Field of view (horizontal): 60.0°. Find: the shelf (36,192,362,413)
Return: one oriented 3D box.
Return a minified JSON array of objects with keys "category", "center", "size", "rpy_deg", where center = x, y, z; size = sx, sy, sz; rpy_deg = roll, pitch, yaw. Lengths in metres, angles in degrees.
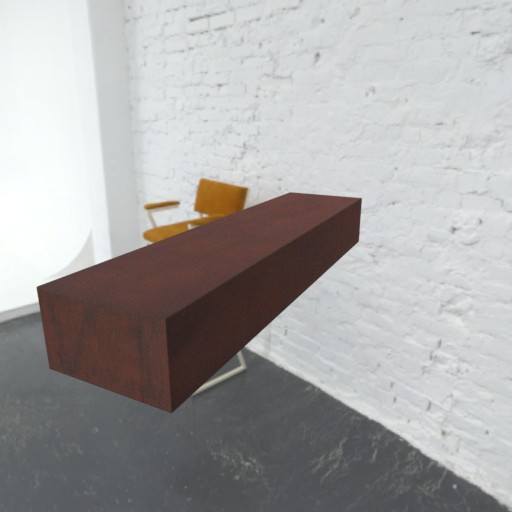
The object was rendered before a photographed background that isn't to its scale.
[{"category":"shelf","center":[0.000,0.000,0.654],"size":[0.152,0.088,0.607],"rpy_deg":[9,20,26]}]
